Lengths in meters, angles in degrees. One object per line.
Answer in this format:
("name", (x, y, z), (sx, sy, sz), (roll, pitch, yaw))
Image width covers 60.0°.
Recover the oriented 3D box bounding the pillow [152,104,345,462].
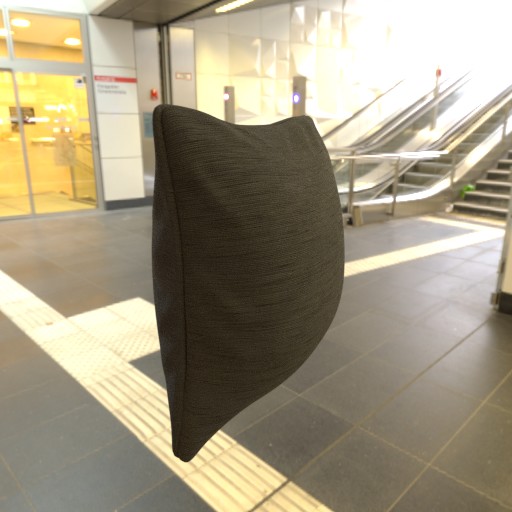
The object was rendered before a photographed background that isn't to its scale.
("pillow", (0.000, 0.000, 0.664), (0.246, 0.414, 0.432), (8, 18, 25))
